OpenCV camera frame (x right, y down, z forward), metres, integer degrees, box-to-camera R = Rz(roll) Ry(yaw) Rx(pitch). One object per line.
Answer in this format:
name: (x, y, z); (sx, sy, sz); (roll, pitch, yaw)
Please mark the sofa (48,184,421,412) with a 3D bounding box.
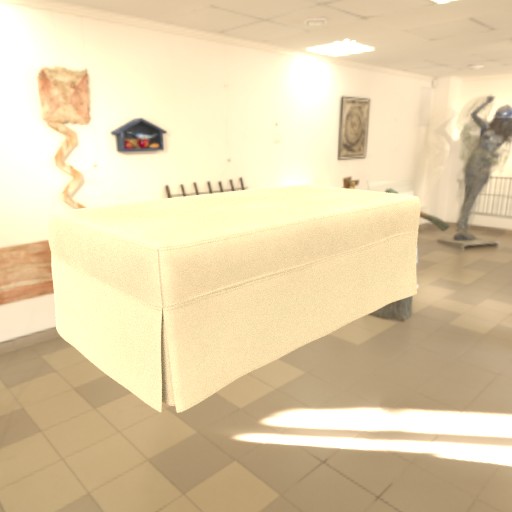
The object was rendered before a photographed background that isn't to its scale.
sofa: (0.000, 0.000, 2.157); (1.677, 0.552, 0.939); (-14, 20, -42)
